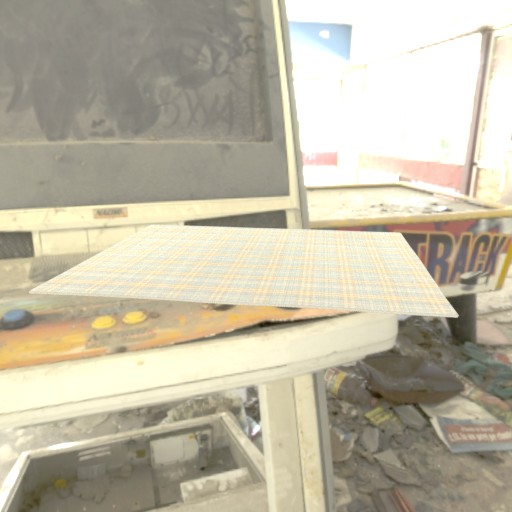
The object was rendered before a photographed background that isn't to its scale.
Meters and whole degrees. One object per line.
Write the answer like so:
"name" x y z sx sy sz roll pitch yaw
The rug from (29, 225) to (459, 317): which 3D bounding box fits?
"rug" 0.000 0.000 4.248 3.066 0.030 2.462 2 16 8
